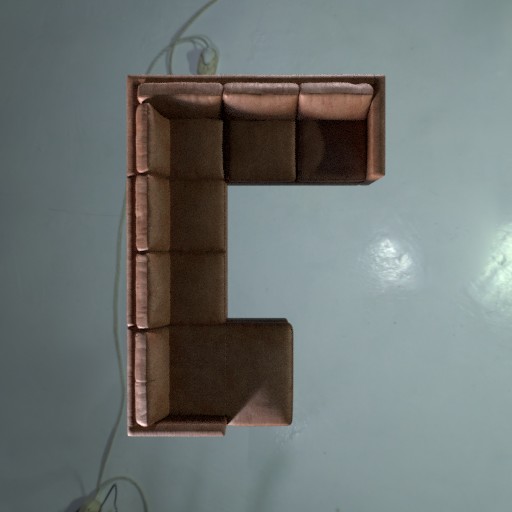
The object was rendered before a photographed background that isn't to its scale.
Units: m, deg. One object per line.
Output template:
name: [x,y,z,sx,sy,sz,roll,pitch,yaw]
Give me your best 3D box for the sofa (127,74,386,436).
sofa: [0.000,0.000,4.451,2.430,0.832,3.401,0,90,0]
